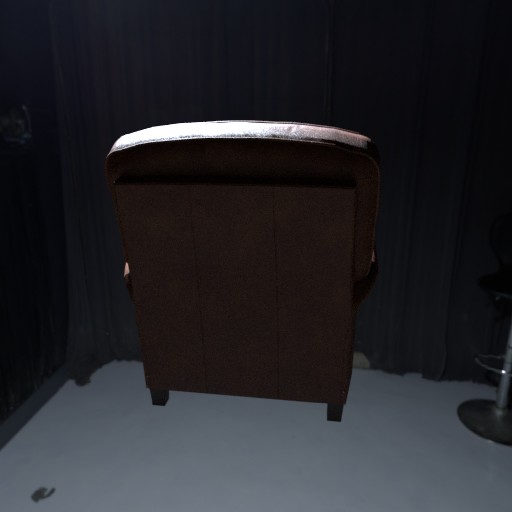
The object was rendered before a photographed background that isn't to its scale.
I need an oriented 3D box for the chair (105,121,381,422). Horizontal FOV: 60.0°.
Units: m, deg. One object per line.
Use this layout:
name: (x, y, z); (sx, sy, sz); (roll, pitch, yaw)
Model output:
chair: (0.000, 0.000, 1.764); (0.936, 1.018, 0.986); (2, 16, 8)
